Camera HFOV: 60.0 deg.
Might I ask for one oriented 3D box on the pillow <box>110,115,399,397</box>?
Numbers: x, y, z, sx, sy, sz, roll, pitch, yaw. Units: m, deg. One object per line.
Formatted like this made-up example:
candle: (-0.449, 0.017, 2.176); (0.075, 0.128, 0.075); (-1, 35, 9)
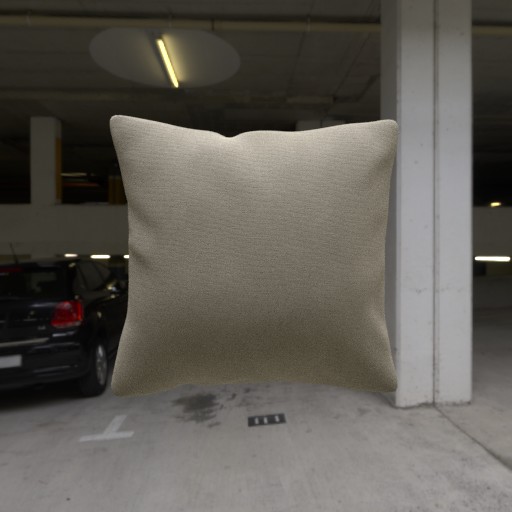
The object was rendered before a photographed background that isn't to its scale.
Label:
pillow: (0.000, 0.000, 0.671); (0.437, 0.420, 0.162); (0, 0, -3)
